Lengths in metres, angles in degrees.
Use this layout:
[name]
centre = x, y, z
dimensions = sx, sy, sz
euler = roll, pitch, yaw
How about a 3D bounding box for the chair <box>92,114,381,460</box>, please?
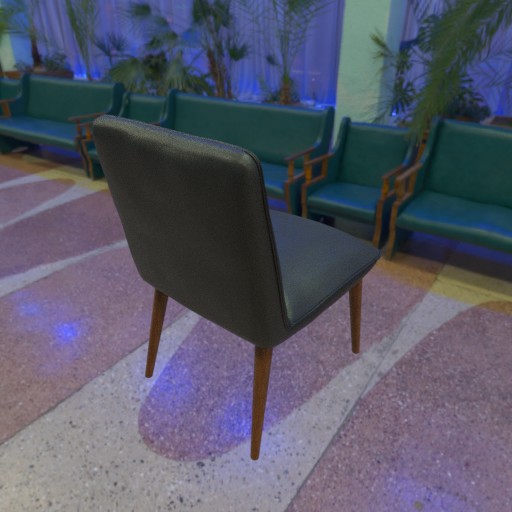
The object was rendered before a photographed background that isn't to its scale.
[chair]
centre = 0.000, 0.000, 1.238
dimensions = 0.543, 0.801, 0.645
euler = 20, 35, 31
